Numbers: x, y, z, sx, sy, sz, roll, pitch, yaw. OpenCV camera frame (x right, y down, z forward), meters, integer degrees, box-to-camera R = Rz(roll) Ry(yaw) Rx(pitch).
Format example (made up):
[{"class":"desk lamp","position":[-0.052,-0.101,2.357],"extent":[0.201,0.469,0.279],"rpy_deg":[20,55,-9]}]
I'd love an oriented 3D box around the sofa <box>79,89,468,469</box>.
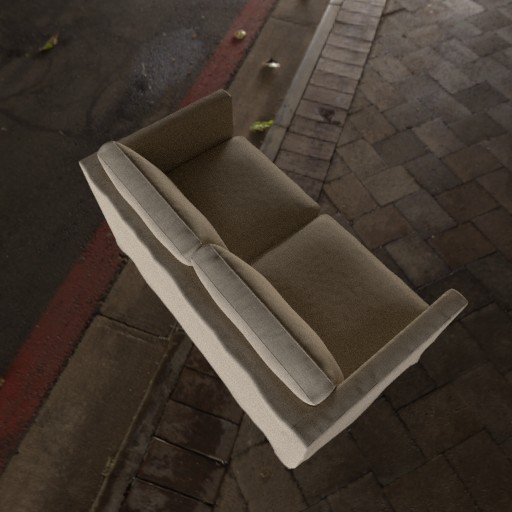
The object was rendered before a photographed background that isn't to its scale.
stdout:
[{"class":"sofa","position":[0.000,0.000,2.284],"extent":[0.956,0.828,1.766],"rpy_deg":[-34,64,-19]}]
